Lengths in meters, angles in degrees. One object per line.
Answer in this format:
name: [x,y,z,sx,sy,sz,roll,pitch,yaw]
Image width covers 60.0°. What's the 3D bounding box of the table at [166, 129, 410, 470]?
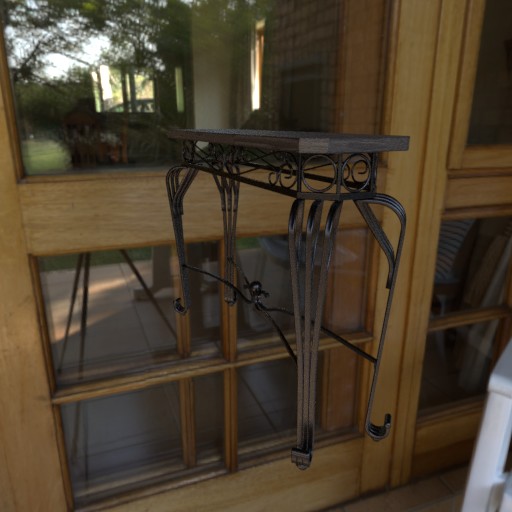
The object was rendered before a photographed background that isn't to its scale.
table: [0.000,0.000,1.485,0.329,0.800,1.112,-8,19,-25]
